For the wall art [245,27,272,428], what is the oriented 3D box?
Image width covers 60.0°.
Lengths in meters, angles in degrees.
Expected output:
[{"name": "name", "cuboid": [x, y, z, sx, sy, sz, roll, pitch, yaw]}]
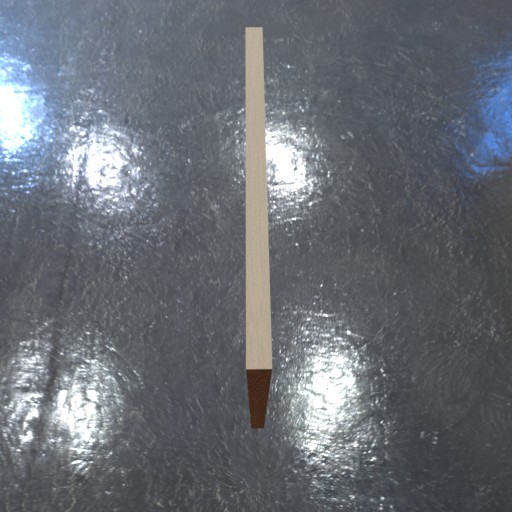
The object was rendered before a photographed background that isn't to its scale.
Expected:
[{"name": "wall art", "cuboid": [0.000, 0.000, 1.155, 0.038, 0.758, 0.761, -1, 63, 0]}]
